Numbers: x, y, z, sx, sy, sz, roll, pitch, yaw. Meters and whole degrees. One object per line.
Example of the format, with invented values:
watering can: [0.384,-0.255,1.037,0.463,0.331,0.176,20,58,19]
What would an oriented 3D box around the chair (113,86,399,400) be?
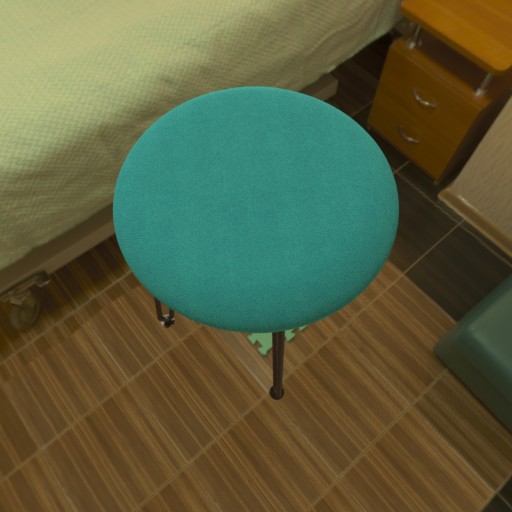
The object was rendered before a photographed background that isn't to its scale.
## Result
chair: [0.000,0.000,0.703,0.350,0.430,0.350,19,65,9]
